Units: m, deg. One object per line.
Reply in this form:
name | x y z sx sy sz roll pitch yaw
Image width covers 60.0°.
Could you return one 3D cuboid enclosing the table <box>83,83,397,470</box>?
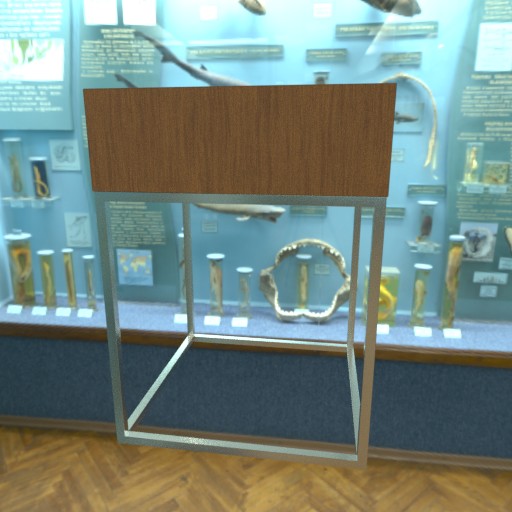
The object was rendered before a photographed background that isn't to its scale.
table | 0.000 0.000 0.809 0.398 0.540 0.397 2 15 9
